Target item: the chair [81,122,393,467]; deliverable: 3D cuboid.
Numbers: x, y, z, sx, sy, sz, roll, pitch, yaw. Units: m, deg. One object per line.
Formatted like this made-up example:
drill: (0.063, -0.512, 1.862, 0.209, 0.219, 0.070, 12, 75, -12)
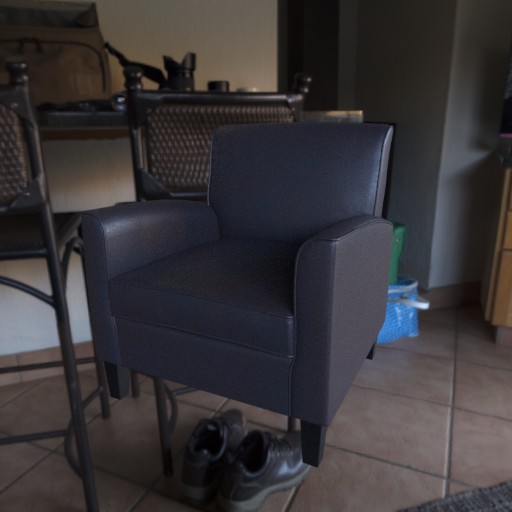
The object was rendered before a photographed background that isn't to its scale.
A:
chair: (0.000, 0.000, 1.561, 0.820, 0.916, 0.819, 8, 17, 26)
